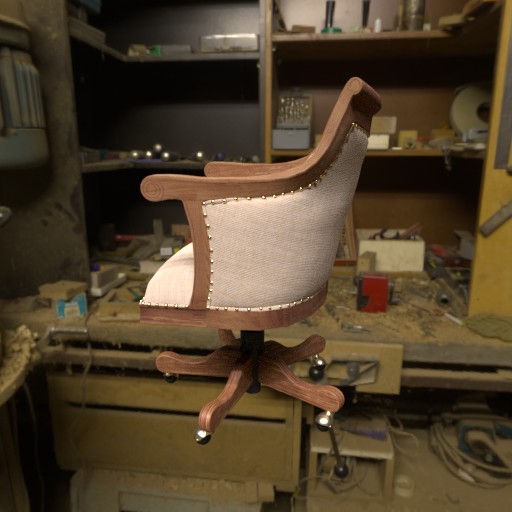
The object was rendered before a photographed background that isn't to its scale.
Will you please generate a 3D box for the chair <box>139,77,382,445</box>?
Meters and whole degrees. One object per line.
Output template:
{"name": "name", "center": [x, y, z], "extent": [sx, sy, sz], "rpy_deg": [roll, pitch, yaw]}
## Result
{"name": "chair", "center": [0.000, 0.000, 1.389], "extent": [0.689, 0.965, 0.656], "rpy_deg": [2, 15, 8]}
